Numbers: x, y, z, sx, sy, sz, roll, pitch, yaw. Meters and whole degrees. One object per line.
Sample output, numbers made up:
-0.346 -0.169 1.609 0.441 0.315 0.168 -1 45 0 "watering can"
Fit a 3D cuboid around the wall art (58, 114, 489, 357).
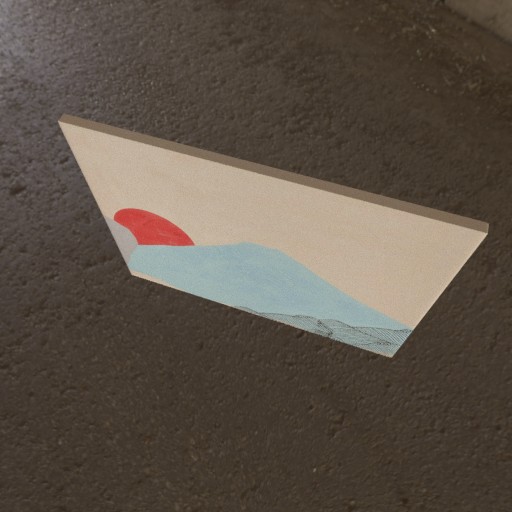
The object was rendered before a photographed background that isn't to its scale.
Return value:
0.000 0.000 1.591 1.219 0.912 0.042 16 59 10 "wall art"
